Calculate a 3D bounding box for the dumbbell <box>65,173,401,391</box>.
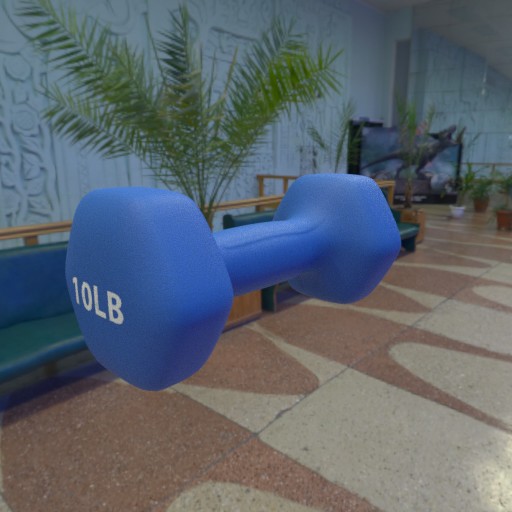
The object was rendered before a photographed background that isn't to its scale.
[{"bbox_3d":[0.000,0.000,0.272,0.103,0.093,0.212,13,19,43],"label":"dumbbell"}]
